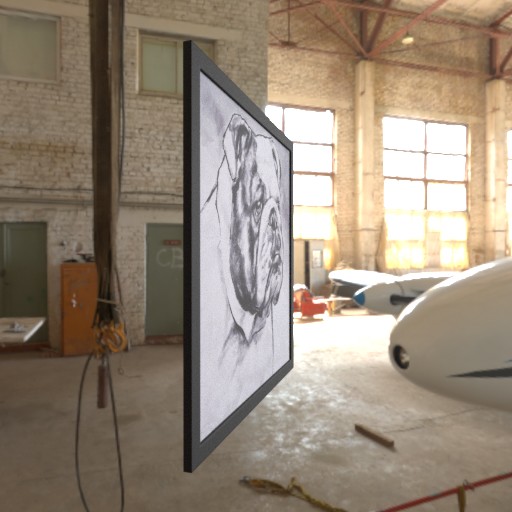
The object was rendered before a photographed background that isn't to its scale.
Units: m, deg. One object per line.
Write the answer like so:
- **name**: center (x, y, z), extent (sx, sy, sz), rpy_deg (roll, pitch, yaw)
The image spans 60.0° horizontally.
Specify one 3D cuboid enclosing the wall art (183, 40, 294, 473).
- **wall art**: center (0.000, 0.000, 0.838), extent (0.012, 0.558, 0.562), rpy_deg (0, 0, 18)
